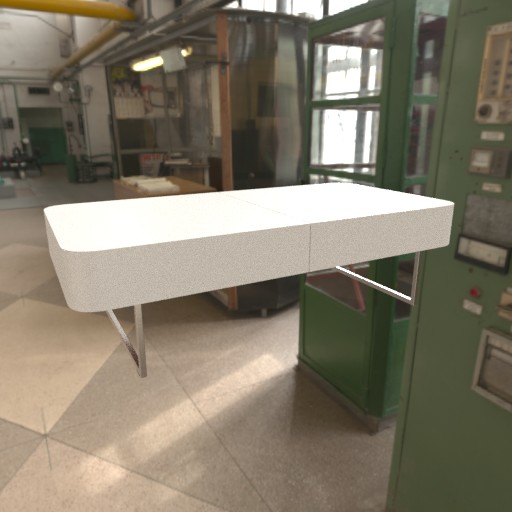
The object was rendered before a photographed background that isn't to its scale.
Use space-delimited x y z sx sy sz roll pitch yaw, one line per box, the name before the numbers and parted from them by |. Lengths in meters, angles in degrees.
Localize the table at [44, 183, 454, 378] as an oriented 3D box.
table | 0.000 0.000 1.459 1.200 0.340 0.600 -9 19 -27
